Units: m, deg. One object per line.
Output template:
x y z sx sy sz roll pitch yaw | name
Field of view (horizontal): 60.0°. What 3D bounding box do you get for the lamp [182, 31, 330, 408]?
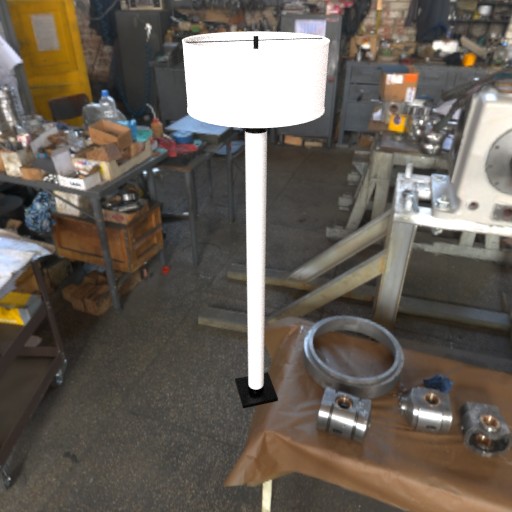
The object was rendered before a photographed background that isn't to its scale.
0.000 0.000 1.650 0.420 1.475 0.420 -8 33 -12 | lamp
